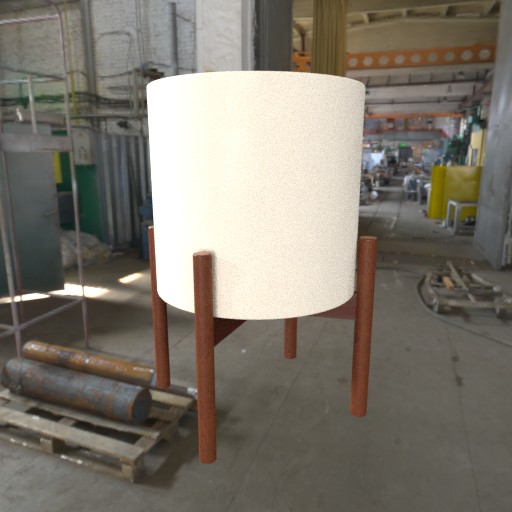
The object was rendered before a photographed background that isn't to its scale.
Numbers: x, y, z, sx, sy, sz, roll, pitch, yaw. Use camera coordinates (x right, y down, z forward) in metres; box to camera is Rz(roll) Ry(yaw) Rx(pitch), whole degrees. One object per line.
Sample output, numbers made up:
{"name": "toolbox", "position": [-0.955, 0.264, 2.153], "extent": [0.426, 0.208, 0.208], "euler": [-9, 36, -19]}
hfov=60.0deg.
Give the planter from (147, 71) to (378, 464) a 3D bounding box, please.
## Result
{"name": "planter", "position": [0.000, 0.000, 0.946], "extent": [0.417, 0.670, 0.417], "euler": [-6, 15, -25]}
